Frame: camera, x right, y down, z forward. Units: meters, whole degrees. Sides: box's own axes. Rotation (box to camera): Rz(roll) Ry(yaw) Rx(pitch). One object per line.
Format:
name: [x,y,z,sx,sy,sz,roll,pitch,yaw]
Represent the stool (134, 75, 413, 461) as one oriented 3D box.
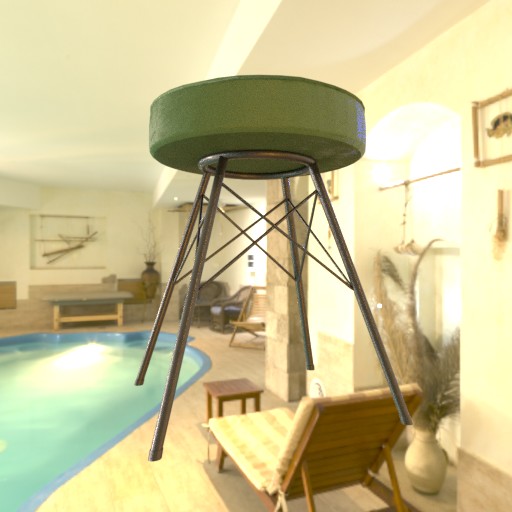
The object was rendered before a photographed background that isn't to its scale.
stool: [0.000,0.000,0.899,0.457,0.595,0.430,0,0,-18]
